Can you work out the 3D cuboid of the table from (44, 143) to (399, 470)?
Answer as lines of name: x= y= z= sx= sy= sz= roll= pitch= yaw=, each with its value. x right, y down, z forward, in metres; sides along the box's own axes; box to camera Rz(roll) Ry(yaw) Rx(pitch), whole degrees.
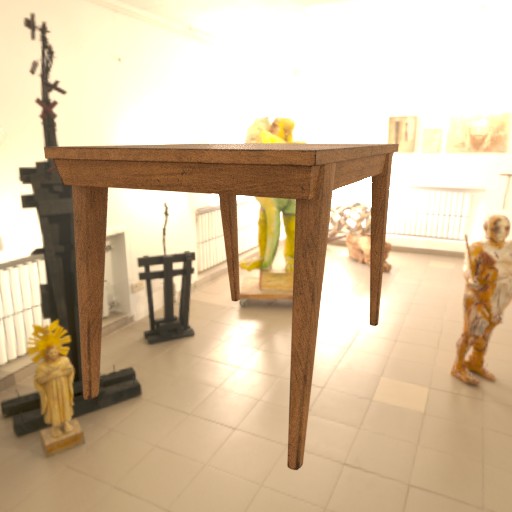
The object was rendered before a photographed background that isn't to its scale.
table: x=0.000 y=0.000 z=1.564 sx=0.757 sy=0.760 sz=1.027 roll=7 pitch=16 yaw=25
